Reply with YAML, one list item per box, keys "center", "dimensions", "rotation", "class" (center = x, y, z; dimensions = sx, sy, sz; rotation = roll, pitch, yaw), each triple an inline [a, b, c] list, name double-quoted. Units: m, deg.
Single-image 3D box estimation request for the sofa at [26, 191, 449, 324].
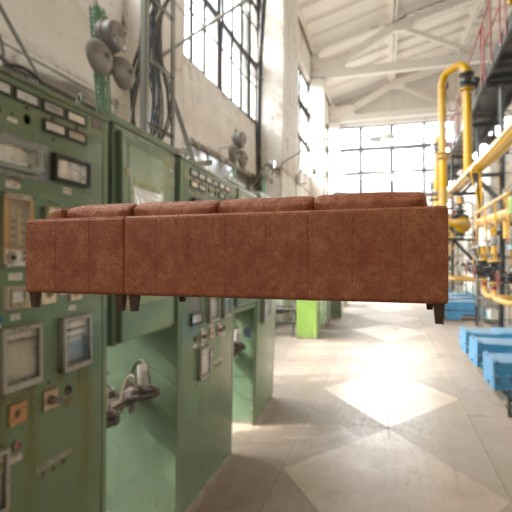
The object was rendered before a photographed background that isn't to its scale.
- center: [0.000, 0.000, 4.235]
  dimensions: [3.167, 0.838, 2.438]
  rotation: [0, 0, 18]
  class: "sofa"
